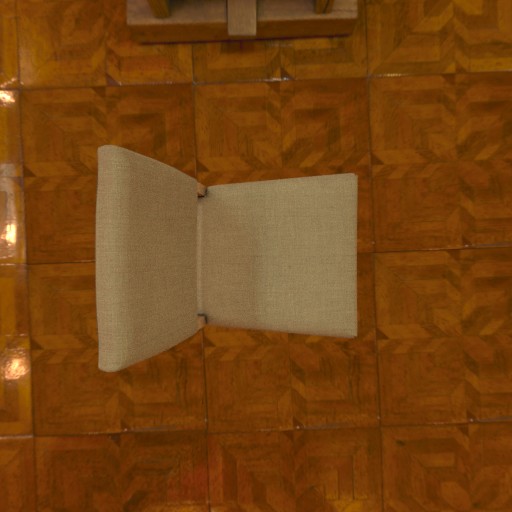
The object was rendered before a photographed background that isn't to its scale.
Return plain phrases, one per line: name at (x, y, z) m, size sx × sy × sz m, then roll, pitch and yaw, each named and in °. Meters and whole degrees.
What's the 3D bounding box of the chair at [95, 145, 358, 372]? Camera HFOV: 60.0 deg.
chair at (0.000, 0.000, 1.331) m, size 0.622 × 0.986 × 0.508 m, roll 0°, pitch 91°, yaw 0°
